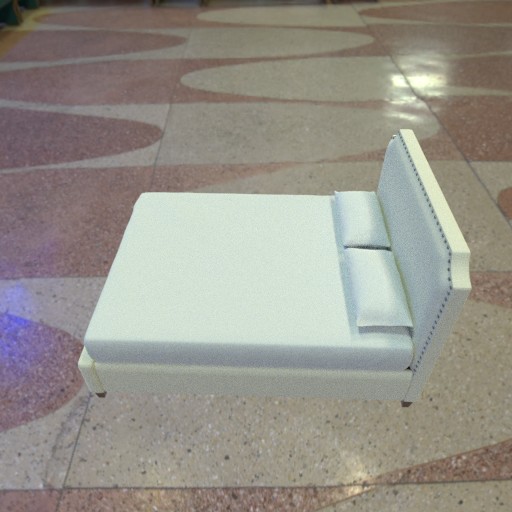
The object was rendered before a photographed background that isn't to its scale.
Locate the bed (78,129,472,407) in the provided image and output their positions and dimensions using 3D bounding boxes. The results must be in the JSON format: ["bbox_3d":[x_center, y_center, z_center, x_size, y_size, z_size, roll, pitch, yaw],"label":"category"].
[{"bbox_3d":[0.000,0.000,3.363,2.329,1.415,1.703,1,43,1],"label":"bed"}]
